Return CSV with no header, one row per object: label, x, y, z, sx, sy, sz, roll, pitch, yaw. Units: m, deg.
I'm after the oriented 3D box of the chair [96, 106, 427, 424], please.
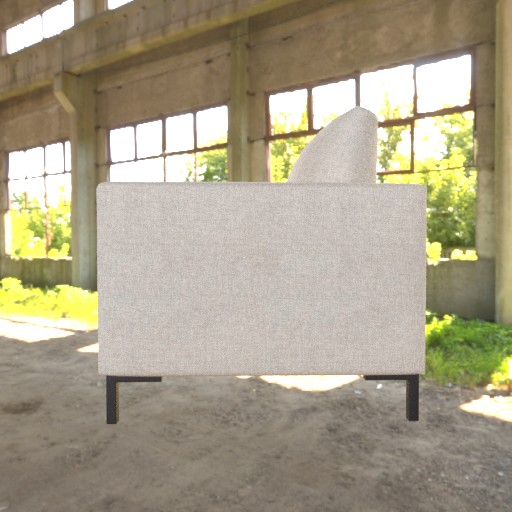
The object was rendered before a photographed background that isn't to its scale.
chair,0.000,0.000,1.589,0.866,0.861,0.963,0,1,-1
